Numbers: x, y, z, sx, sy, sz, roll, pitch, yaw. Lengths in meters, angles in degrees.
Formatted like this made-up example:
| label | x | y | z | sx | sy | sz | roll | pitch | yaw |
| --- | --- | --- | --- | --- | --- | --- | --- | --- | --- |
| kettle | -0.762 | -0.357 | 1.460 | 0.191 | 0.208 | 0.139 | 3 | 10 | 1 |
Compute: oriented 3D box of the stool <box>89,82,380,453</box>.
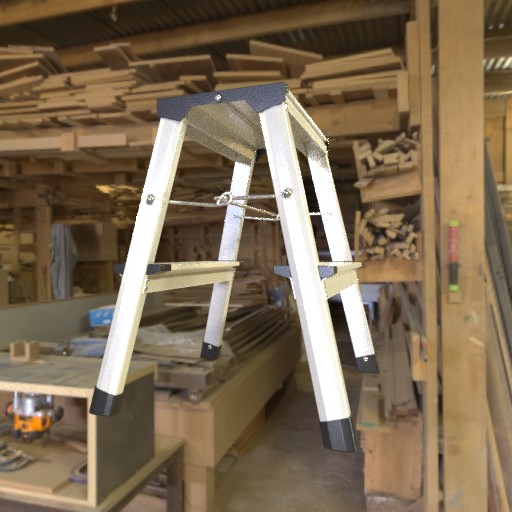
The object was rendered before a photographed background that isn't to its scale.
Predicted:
| label | x | y | z | sx | sy | sz | roll | pitch | yaw |
| --- | --- | --- | --- | --- | --- | --- | --- | --- | --- |
| stool | 0.000 | 0.000 | 0.796 | 0.405 | 0.480 | 0.404 | 0 | 0 | 20 |
